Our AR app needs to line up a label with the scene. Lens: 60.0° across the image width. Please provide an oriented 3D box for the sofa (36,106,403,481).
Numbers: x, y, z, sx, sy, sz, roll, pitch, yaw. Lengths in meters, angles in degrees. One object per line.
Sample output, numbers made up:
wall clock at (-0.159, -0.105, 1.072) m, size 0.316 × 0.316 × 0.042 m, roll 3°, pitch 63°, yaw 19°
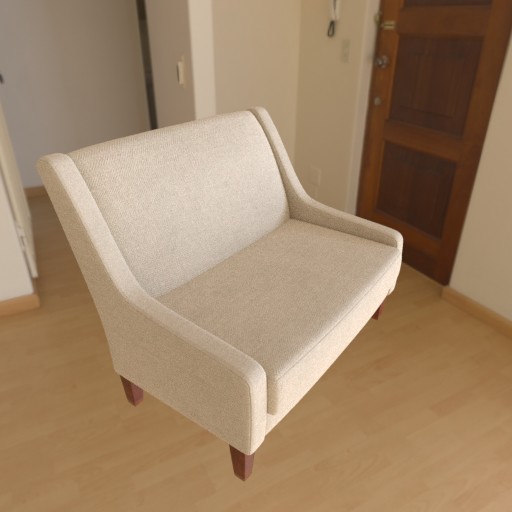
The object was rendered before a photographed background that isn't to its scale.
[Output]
sofa at (0.000, 0.000, 1.858) m, size 0.946 × 0.976 × 1.212 m, roll 19°, pitch 34°, yaw 32°
